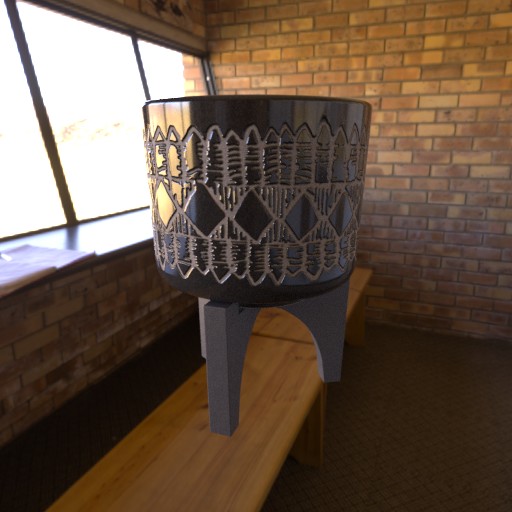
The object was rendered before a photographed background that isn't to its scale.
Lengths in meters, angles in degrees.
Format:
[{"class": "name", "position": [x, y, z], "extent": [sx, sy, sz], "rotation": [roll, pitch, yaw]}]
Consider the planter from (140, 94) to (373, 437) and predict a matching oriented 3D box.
[{"class": "planter", "position": [0.000, 0.000, 0.275], "extent": [0.129, 0.177, 0.129], "rotation": [0, 15, 0]}]
